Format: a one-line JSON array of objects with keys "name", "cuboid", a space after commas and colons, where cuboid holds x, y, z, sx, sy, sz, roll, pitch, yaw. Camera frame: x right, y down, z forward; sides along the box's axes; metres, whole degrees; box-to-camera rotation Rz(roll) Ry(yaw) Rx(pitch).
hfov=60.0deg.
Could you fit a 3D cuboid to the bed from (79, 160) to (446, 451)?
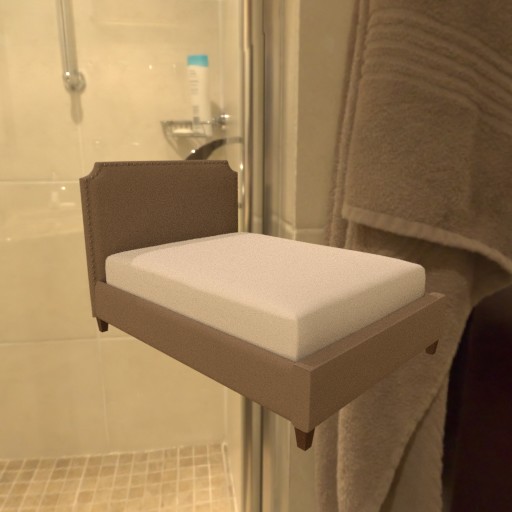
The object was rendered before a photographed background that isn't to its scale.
[{"name": "bed", "cuboid": [0.000, 0.000, 3.490, 2.372, 1.443, 1.713, 13, 18, 43]}]
